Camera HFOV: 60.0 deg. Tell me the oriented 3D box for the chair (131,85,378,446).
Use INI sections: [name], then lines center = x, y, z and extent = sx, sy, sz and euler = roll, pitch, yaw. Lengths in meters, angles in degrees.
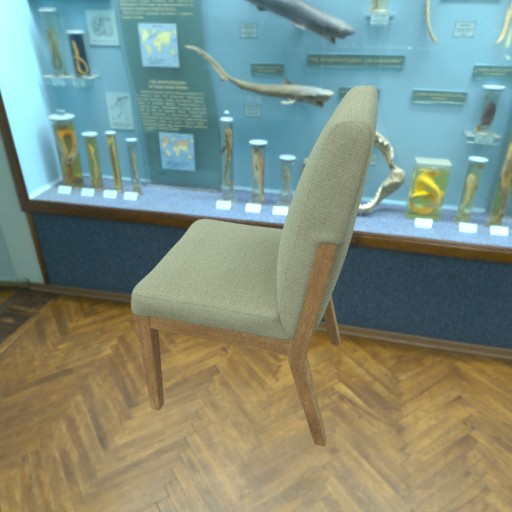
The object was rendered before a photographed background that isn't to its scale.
[chair]
center = 0.000, 0.000, 1.298
extent = 0.586, 0.911, 0.507
euler = 7, 30, 13
